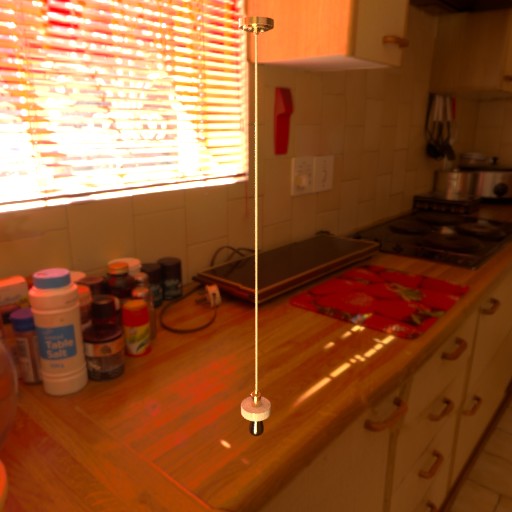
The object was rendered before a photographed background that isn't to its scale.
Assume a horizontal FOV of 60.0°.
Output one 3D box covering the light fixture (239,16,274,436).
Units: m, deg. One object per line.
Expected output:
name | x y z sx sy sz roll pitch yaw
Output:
light fixture | 0.000 0.000 1.742 0.129 1.669 0.129 3 17 10
